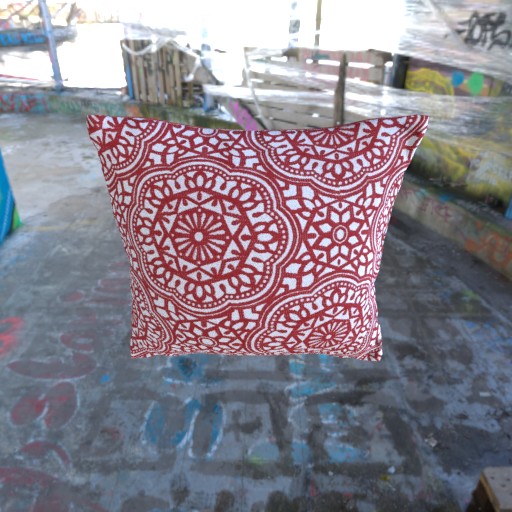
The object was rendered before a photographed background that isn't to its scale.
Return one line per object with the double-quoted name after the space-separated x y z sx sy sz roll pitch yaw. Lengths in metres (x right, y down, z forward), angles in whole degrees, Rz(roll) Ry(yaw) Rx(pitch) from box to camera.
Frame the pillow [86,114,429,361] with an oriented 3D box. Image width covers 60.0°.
0.000 0.000 0.669 0.438 0.419 0.162 0 31 0 "pillow"
